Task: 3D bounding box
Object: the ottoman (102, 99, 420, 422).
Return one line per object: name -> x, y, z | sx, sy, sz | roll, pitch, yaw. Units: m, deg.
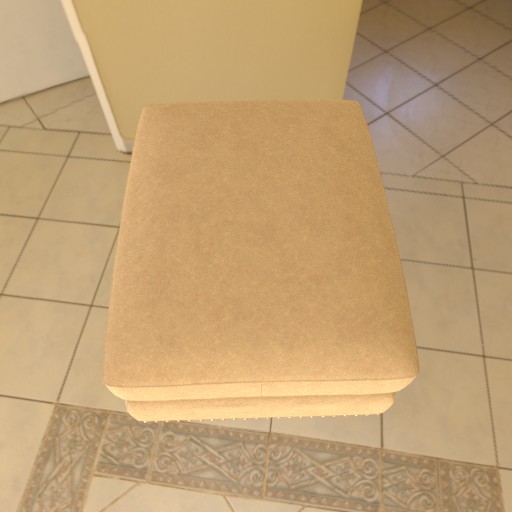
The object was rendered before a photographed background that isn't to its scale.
ottoman -> 0.000, 0.000, 1.118 | 0.584, 0.513, 0.741 | -1, 59, -1
